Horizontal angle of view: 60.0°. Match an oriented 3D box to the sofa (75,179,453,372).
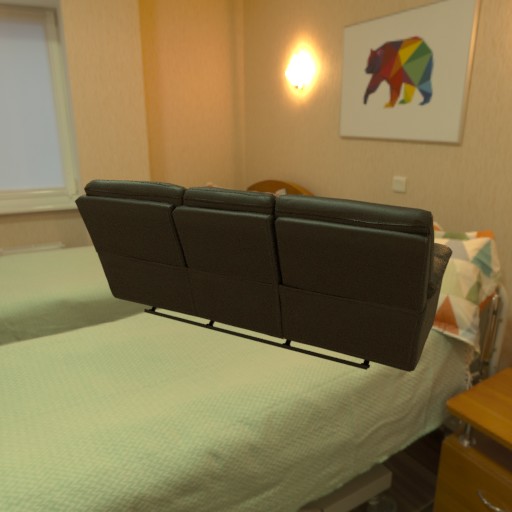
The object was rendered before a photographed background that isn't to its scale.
[{"bbox_3d":[0.000,0.000,3.327,2.627,1.134,1.104,9,19,27],"label":"sofa"}]
